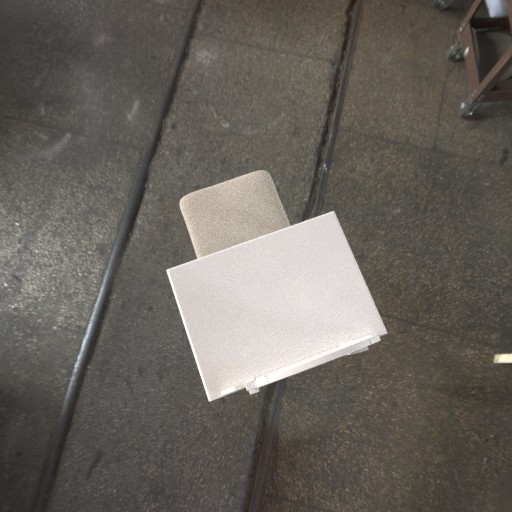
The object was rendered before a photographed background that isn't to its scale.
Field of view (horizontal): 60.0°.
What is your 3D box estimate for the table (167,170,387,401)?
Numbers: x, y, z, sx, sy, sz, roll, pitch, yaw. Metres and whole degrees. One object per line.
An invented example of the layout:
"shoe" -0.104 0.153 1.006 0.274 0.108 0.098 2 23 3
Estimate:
"table" 0.000 0.000 2.247 0.876 1.631 1.211 -20 76 -5
